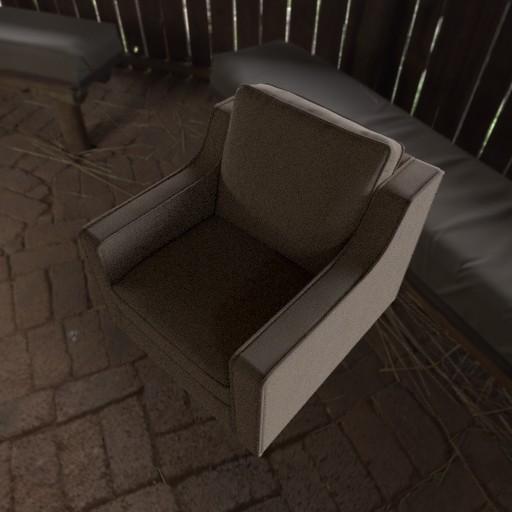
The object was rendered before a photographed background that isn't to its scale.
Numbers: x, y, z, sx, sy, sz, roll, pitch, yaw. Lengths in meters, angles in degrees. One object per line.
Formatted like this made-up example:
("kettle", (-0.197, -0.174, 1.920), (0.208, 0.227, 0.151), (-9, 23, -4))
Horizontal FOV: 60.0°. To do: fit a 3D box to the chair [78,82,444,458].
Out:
("chair", (0.000, 0.000, 1.629), (0.831, 0.960, 0.909), (34, 56, 27))
